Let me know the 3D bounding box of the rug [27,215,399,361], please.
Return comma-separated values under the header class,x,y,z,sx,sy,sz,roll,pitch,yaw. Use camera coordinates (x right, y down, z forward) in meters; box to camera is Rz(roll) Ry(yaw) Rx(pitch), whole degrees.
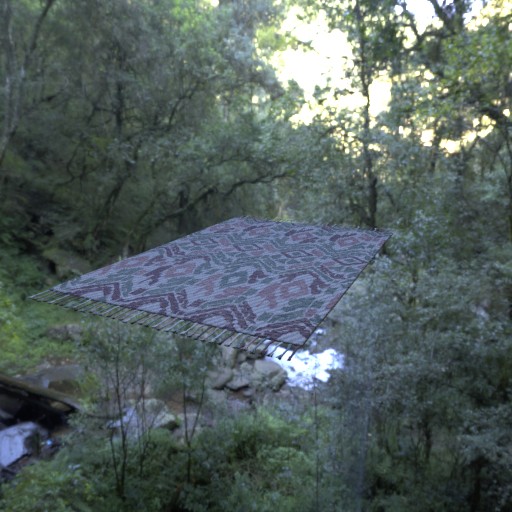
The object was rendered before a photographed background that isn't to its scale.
class,x,y,z,sx,sy,sz,roll,pitch,yaw
rug,0.000,0.000,3.037,1.524,0.011,2.438,8,18,25
